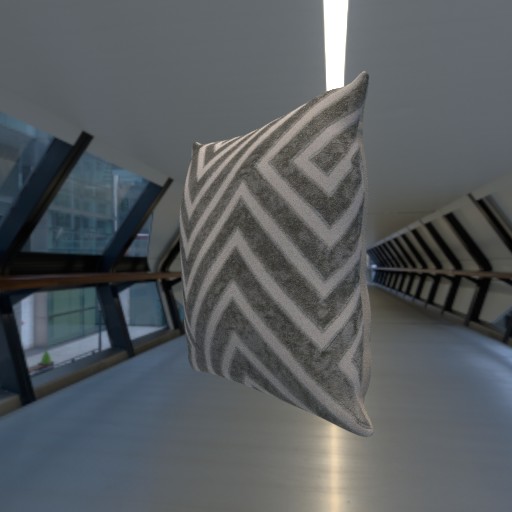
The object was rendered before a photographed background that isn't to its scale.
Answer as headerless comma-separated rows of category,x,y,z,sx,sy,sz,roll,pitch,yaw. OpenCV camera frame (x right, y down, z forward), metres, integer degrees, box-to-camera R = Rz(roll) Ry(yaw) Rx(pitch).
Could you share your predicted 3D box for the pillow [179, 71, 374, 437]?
pillow,0.000,0.000,0.687,0.182,0.441,0.440,0,-1,-36
